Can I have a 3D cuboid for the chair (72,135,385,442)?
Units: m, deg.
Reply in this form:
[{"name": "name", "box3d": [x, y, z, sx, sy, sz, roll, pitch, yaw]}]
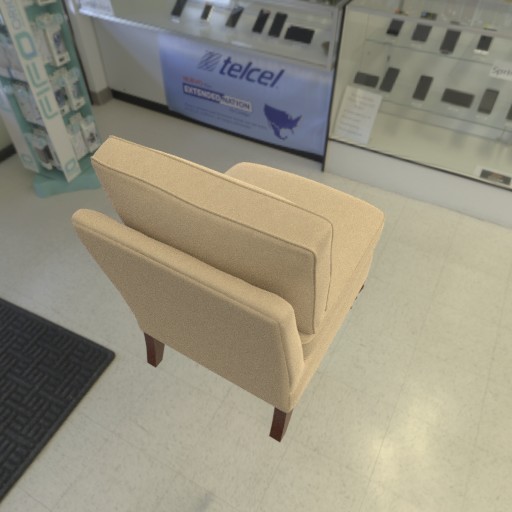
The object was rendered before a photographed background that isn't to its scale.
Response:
[{"name": "chair", "box3d": [0.000, 0.000, 1.654, 0.724, 1.052, 0.912, 24, 51, 21]}]
